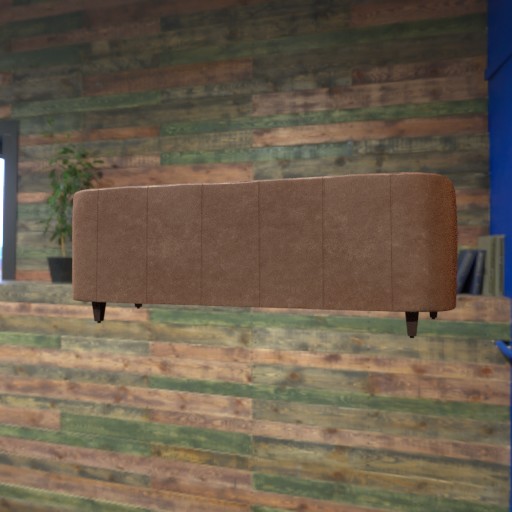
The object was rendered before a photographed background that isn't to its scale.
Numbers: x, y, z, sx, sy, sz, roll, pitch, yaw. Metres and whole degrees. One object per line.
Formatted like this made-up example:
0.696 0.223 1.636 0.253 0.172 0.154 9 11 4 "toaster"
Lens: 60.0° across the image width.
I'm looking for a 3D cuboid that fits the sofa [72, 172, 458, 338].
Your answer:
0.000 0.000 2.710 2.257 0.791 0.922 0 0 17 "sofa"
